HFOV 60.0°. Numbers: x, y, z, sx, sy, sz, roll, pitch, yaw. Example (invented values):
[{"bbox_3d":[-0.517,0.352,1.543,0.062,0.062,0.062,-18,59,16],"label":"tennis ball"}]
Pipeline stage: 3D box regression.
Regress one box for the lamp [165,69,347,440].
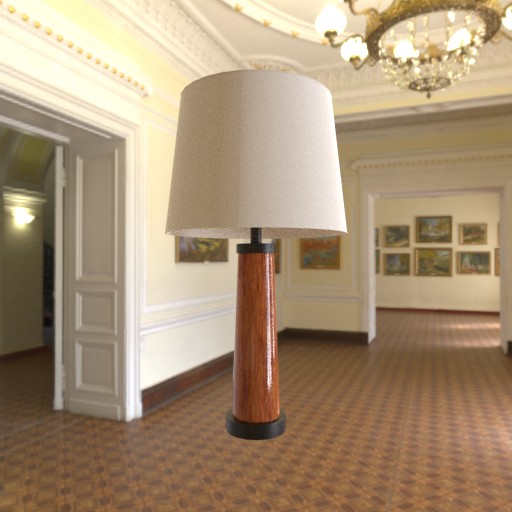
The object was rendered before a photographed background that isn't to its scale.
[{"bbox_3d":[0.000,0.000,0.862,0.349,0.667,0.349,0,-1,0],"label":"lamp"}]
